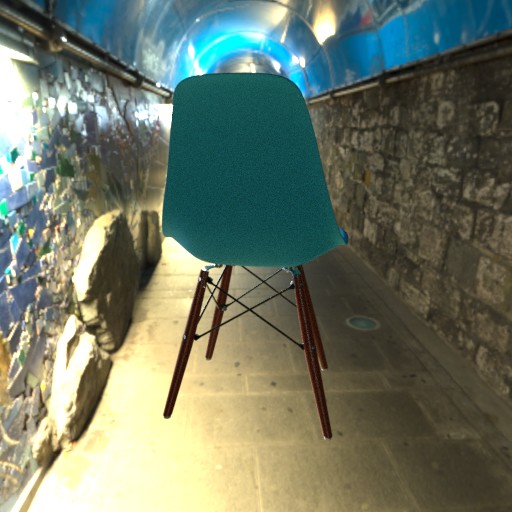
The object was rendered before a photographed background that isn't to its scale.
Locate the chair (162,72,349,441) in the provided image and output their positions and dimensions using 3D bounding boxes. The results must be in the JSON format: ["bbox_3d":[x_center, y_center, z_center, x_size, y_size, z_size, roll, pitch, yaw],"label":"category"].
[{"bbox_3d":[0.000,0.000,1.150,0.470,0.826,0.533,3,16,9],"label":"chair"}]
